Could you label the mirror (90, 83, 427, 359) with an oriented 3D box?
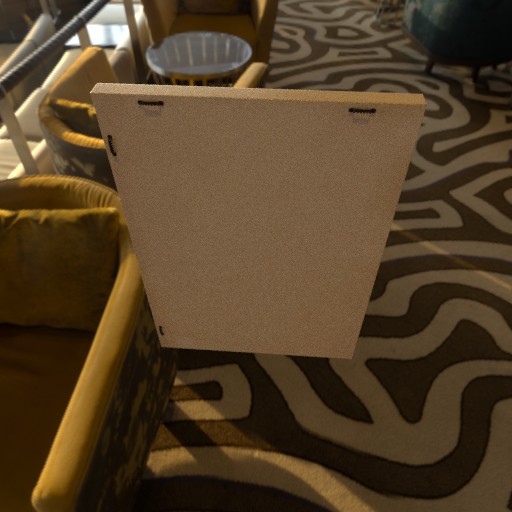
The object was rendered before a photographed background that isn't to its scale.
[{"bbox_3d":[0.000,0.000,0.931,0.507,0.710,0.039,3,46,3],"label":"mirror"}]
